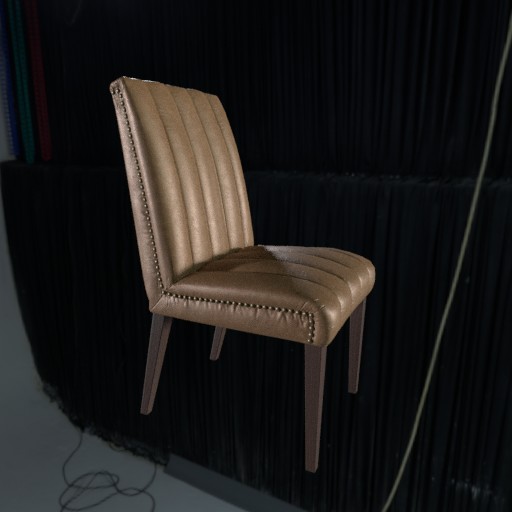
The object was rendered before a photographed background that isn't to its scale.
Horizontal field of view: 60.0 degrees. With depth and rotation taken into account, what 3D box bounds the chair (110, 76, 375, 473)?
[{"bbox_3d":[0.000,0.000,1.362,0.647,1.016,0.511,7,15,26],"label":"chair"}]
